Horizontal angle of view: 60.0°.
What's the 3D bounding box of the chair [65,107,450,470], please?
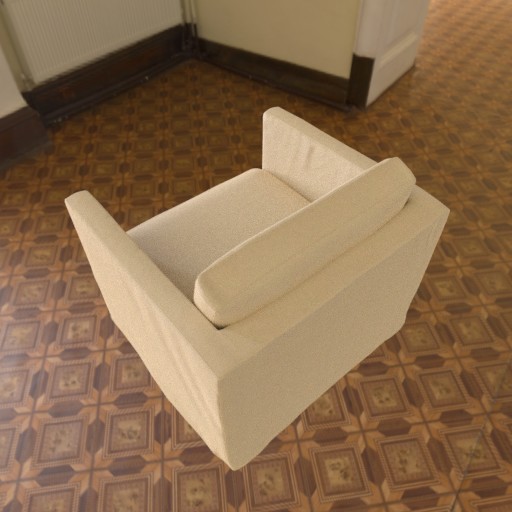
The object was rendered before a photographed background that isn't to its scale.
[{"bbox_3d":[0.000,0.000,1.753,1.057,0.851,0.947,-32,54,-26],"label":"chair"}]
